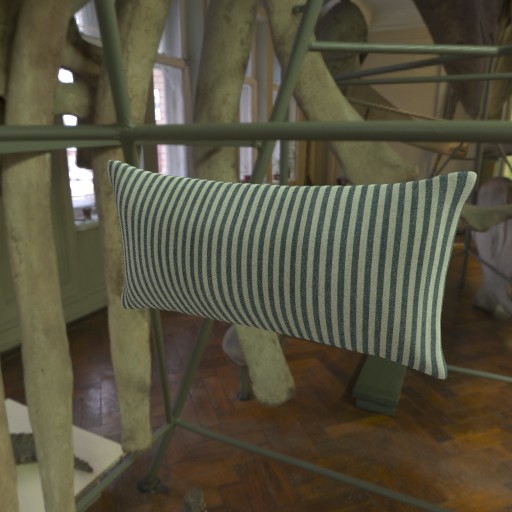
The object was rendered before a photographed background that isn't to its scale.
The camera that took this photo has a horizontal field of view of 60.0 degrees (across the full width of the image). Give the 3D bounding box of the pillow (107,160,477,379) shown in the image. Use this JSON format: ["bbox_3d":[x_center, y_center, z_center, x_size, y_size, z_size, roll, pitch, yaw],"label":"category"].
[{"bbox_3d":[0.000,0.000,0.725,0.617,0.295,0.151,8,17,26],"label":"pillow"}]
